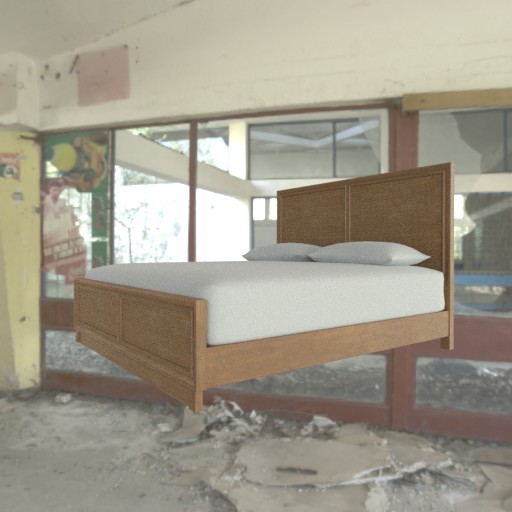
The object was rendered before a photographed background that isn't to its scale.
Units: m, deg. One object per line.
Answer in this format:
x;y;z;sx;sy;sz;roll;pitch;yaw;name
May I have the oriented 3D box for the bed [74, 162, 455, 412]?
0.000;0.000;3.443;2.184;1.387;2.003;-1;1;-37;bed
